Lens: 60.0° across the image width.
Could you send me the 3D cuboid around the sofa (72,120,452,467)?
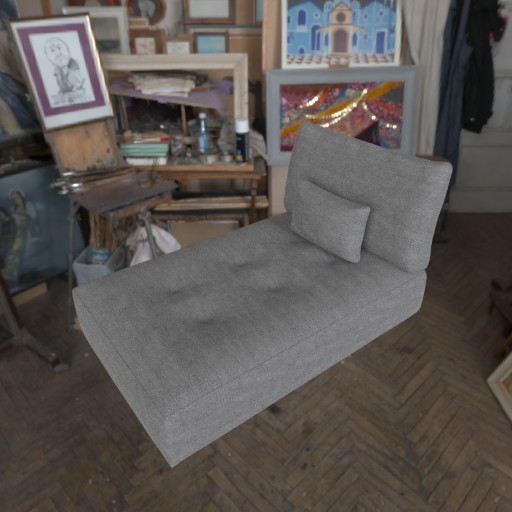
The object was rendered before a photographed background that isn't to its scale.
[{"bbox_3d":[0.000,0.000,1.995,1.450,0.820,0.930,-22,37,-31],"label":"sofa"}]
